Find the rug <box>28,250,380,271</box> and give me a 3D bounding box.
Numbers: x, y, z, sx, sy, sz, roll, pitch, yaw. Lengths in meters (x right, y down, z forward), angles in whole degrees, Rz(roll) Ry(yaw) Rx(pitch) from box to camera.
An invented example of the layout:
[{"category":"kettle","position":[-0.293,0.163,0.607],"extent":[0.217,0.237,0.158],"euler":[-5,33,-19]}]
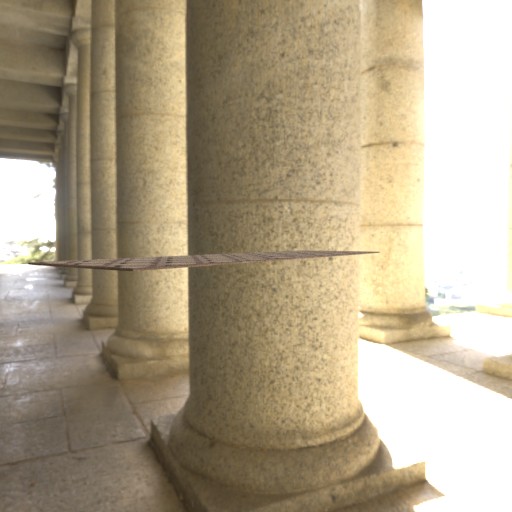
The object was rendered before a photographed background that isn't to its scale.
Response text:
[{"category":"rug","position":[0.000,0.000,2.697],"extent":[0.685,0.013,2.437],"euler":[2,3,35]}]
